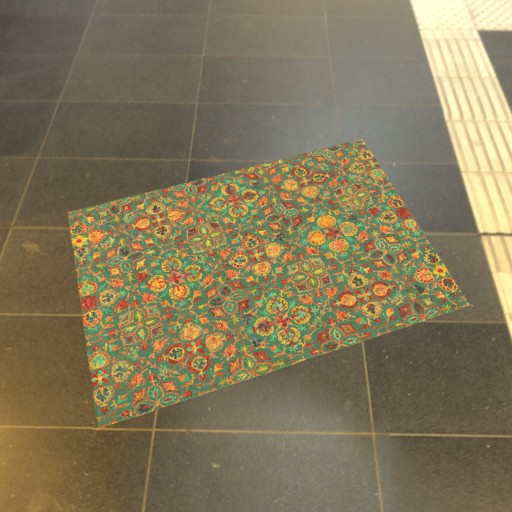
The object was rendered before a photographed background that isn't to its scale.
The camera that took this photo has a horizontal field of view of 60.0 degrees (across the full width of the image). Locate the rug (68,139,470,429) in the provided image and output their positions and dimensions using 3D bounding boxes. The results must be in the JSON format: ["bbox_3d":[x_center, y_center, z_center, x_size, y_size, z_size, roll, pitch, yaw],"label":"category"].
[{"bbox_3d":[0.000,0.000,2.933,2.290,0.016,1.527,-16,60,-10],"label":"rug"}]
